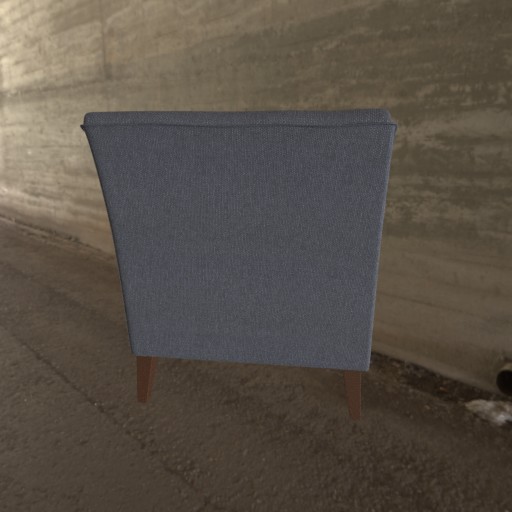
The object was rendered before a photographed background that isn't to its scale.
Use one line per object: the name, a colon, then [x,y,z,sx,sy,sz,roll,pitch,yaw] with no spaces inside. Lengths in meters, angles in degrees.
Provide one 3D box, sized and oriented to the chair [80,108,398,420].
chair: [0.000,0.000,1.568,0.780,0.919,0.899,2,14,8]
